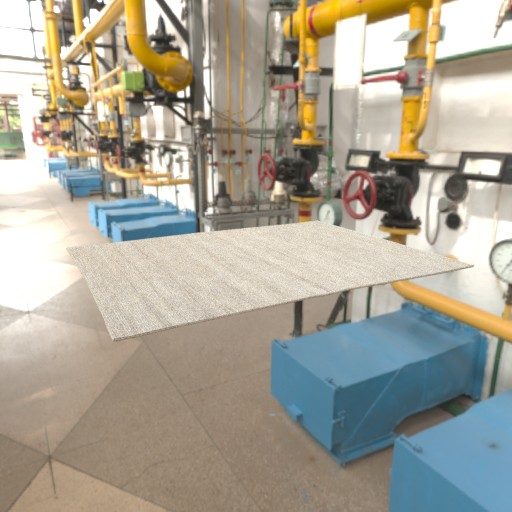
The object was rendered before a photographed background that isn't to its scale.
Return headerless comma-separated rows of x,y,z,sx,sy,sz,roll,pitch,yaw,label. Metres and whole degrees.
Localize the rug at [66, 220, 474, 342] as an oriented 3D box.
0.000,0.000,4.884,3.626,0.051,2.757,-8,17,-27,rug
